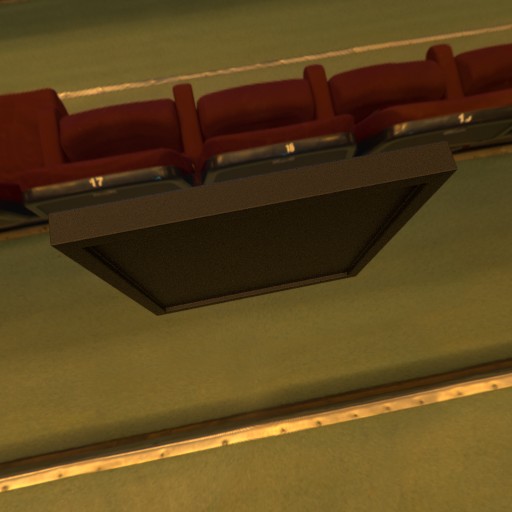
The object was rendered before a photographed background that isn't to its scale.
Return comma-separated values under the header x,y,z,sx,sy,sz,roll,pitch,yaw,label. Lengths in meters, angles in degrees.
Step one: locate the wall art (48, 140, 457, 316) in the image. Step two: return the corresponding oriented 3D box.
x,y,z,sx,sy,sz,roll,pitch,yaw,label
0.000,0.000,0.536,0.328,0.381,0.028,-11,74,-3,wall art
